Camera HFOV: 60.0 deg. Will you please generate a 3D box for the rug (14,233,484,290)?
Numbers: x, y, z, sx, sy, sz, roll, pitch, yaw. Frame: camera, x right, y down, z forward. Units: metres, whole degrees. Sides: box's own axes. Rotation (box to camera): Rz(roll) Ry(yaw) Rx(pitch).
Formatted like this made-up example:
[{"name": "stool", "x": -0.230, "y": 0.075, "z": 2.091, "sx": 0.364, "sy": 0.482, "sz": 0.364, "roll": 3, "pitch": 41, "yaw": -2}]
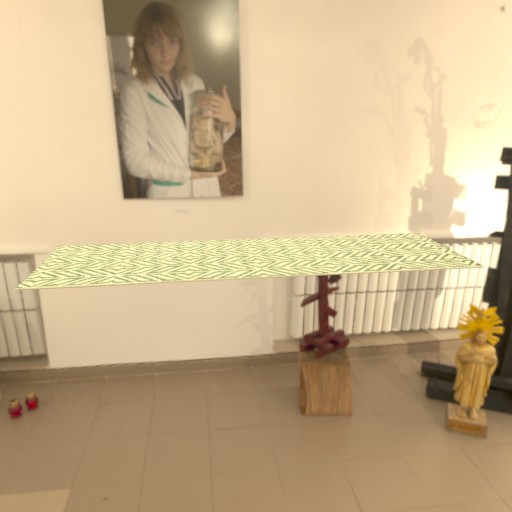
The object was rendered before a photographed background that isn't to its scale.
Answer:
[{"name": "rug", "x": 0.000, "y": 0.000, "z": 2.627, "sx": 2.435, "sy": 0.009, "sz": 0.750, "roll": -2, "pitch": 18, "yaw": -8}]
